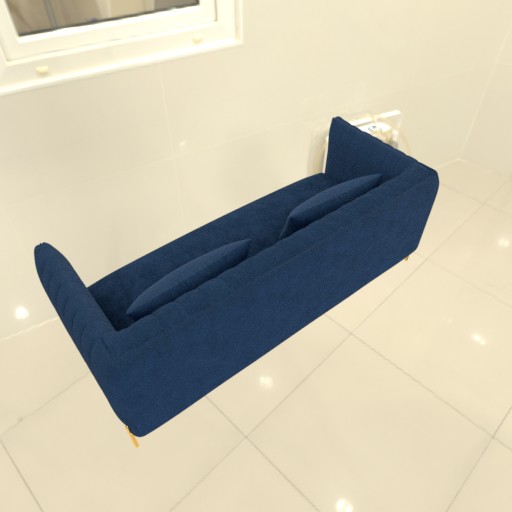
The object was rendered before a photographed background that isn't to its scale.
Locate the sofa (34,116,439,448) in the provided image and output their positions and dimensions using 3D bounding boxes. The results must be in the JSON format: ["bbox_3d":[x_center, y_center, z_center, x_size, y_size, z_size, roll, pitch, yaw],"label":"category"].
[{"bbox_3d":[0.000,0.000,2.585,2.136,0.793,0.896,-29,52,-25],"label":"sofa"}]
